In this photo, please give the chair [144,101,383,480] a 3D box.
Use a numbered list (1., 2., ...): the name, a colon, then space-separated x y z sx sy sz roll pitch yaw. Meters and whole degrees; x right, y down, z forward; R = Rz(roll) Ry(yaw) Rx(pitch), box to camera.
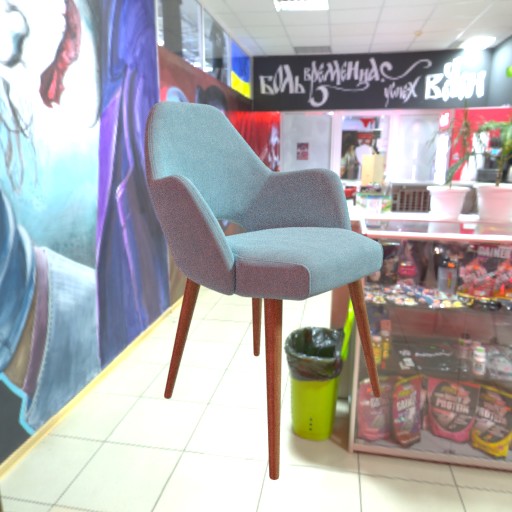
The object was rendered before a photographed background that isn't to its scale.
1. chair: 0.000 0.000 1.219 0.610 0.840 0.590 12 18 42
